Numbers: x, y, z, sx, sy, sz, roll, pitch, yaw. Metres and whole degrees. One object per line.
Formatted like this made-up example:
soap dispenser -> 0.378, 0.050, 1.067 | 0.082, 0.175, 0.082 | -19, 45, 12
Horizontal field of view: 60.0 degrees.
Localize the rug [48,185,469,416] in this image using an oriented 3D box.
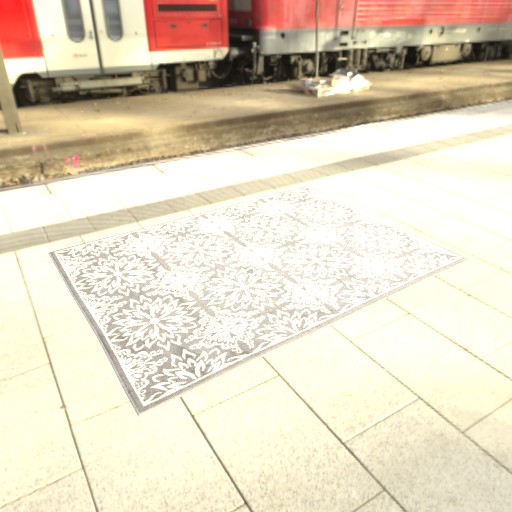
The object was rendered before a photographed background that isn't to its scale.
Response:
rug -> 0.000, 0.000, 2.874 | 2.213, 0.014, 1.608 | -18, 34, -29
